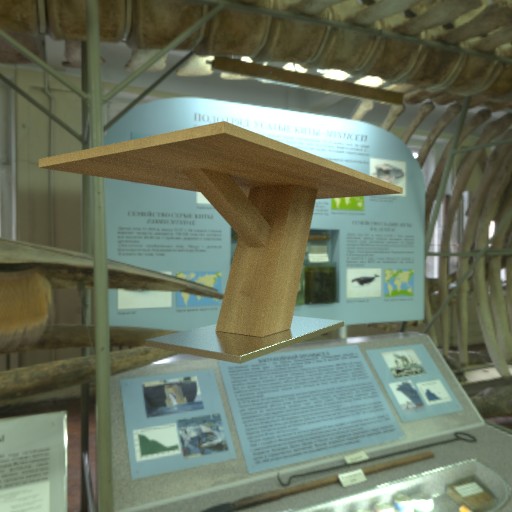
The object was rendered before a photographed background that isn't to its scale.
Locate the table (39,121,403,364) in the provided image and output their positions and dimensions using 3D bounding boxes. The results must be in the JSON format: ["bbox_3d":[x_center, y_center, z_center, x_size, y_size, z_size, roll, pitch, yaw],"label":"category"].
[{"bbox_3d":[0.000,0.000,2.091,0.900,0.750,1.600,1,1,35],"label":"table"}]
